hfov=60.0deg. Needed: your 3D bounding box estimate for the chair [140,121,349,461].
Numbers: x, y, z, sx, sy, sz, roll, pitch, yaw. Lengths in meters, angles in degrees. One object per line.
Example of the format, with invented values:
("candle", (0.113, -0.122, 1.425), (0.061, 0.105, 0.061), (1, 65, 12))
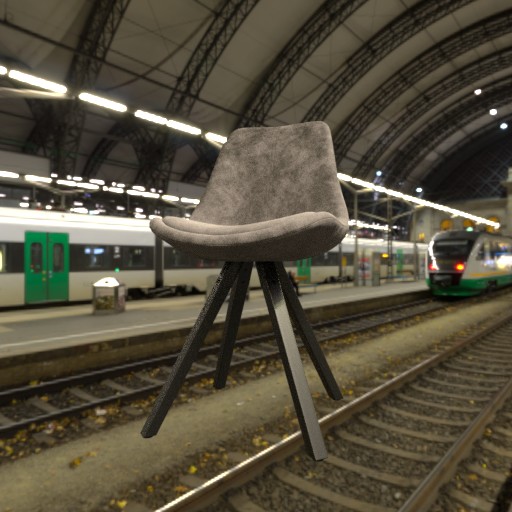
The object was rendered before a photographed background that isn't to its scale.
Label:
("chair", (0.000, 0.000, 1.186), (0.485, 0.850, 0.550), (0, -1, 17))
